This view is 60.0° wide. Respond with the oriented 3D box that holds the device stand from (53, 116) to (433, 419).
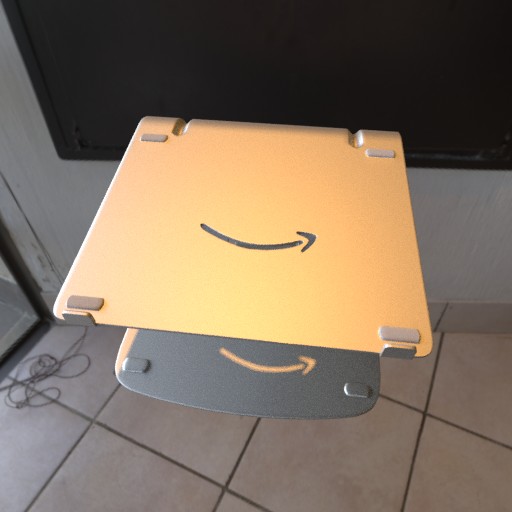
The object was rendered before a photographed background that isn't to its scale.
[{"bbox_3d":[0.000,0.000,0.399,0.256,0.155,0.236,5,47,5],"label":"device stand"}]
